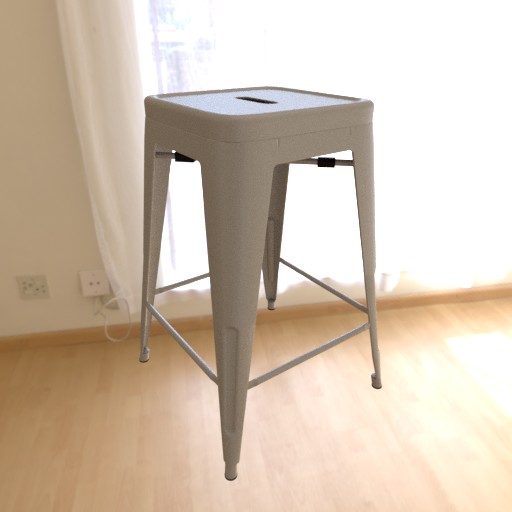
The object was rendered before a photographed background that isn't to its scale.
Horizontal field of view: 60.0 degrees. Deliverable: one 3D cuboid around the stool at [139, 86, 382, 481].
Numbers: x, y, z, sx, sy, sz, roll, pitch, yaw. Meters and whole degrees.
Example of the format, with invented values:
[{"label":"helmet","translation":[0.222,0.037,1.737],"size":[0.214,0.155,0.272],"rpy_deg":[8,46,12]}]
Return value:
[{"label":"stool","translation":[0.000,0.000,0.896],"size":[0.410,0.608,0.410],"rpy_deg":[-18,31,-31]}]
